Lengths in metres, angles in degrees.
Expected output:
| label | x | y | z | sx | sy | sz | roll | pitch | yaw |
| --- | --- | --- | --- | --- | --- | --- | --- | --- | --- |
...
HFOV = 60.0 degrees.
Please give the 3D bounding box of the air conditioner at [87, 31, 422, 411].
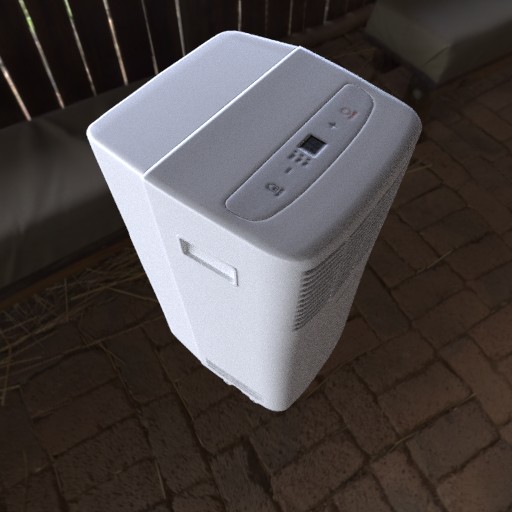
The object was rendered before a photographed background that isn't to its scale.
| label | x | y | z | sx | sy | sz | roll | pitch | yaw |
| --- | --- | --- | --- | --- | --- | --- | --- | --- | --- |
| air conditioner | 0.000 | 0.000 | 0.775 | 0.349 | 0.606 | 0.304 | 32 | 62 | 19 |
